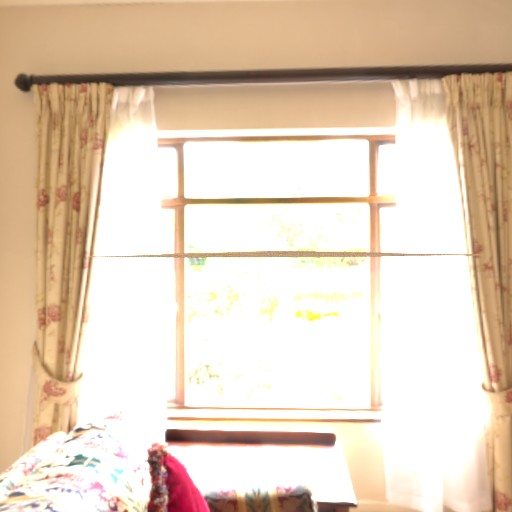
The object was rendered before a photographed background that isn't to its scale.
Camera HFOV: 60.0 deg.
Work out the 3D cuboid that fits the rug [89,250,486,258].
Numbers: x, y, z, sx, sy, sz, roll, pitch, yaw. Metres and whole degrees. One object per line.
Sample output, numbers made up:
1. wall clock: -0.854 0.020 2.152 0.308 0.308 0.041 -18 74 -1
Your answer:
1. rug: 0.000 0.000 2.925 1.522 0.008 2.284 0 -1 -36
